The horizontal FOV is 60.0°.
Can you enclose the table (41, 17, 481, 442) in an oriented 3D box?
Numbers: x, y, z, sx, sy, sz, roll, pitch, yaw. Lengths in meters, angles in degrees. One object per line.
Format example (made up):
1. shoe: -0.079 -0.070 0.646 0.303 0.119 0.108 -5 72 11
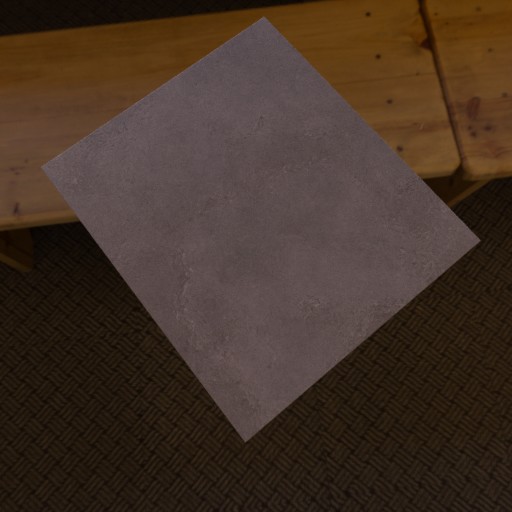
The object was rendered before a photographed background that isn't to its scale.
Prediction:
1. table: 0.000 0.000 1.549 0.700 1.020 0.800 -38 79 -9
